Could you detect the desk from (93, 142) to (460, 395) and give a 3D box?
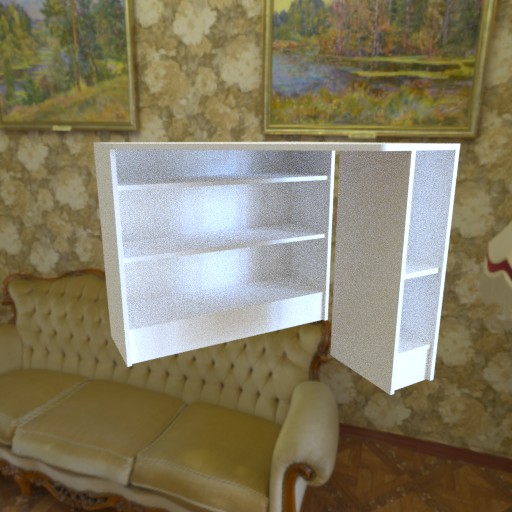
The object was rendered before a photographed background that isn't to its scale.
[{"bbox_3d":[0.000,0.000,1.657,0.940,0.818,0.926,-8,17,-27],"label":"desk"}]
